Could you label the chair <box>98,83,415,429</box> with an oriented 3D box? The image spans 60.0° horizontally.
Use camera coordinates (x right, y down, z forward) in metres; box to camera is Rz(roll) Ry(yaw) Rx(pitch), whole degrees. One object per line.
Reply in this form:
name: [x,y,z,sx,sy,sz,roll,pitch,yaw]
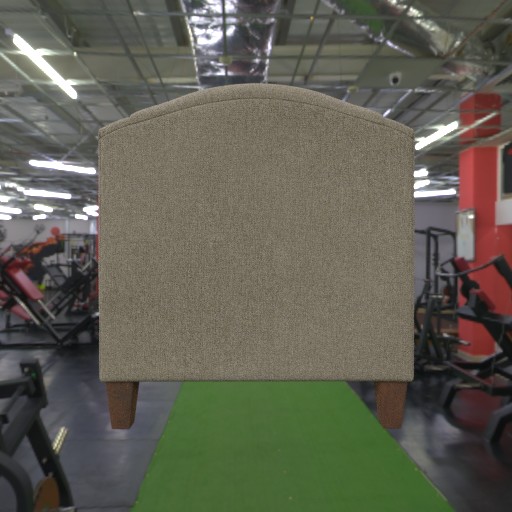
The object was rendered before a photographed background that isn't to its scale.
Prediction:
chair: [0.000,0.000,1.426,0.763,0.839,0.787,0,0,0]
